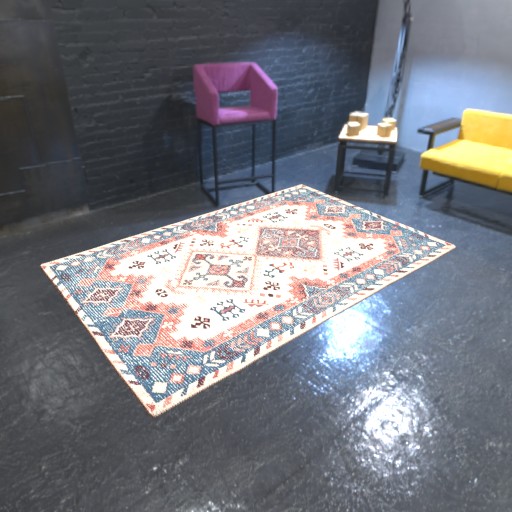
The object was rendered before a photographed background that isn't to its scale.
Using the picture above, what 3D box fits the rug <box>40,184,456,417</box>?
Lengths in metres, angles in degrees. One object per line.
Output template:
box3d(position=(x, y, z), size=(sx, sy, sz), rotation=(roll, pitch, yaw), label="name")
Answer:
box3d(position=(0.000, 0.000, 2.331), size=(1.840, 0.015, 1.225), rotation=(-22, 36, -33), label="rug")
